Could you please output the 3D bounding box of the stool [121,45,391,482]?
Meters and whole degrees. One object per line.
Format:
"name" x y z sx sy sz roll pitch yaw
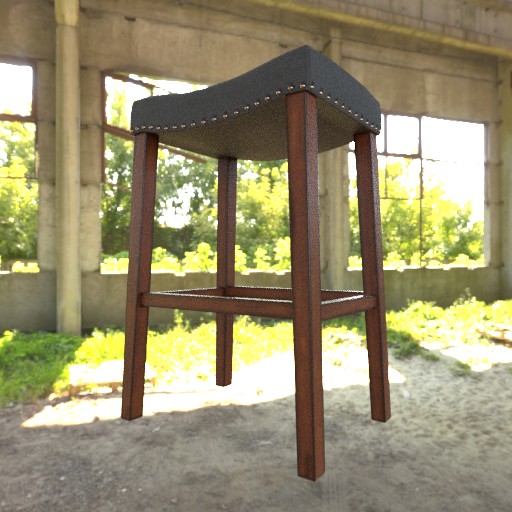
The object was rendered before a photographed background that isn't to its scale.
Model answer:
"stool" 0.000 0.000 1.021 0.502 0.748 0.366 0 -1 36
